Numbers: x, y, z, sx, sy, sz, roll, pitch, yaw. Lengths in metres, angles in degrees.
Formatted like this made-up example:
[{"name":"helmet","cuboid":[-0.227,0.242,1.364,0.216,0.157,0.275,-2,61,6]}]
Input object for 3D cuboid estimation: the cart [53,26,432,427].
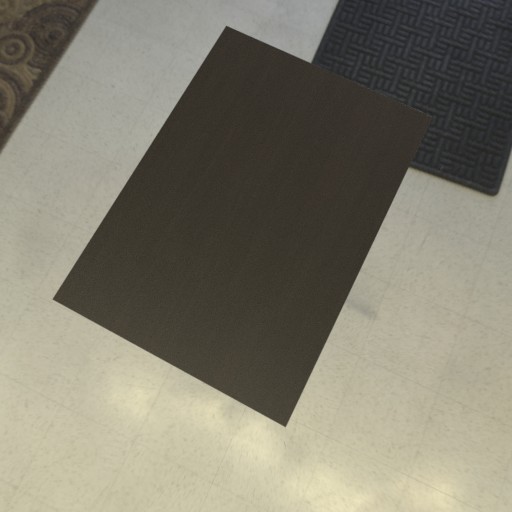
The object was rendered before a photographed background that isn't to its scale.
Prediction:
[{"name":"cart","cuboid":[0.000,0.000,1.243,0.456,0.879,0.660,27,77,6]}]
